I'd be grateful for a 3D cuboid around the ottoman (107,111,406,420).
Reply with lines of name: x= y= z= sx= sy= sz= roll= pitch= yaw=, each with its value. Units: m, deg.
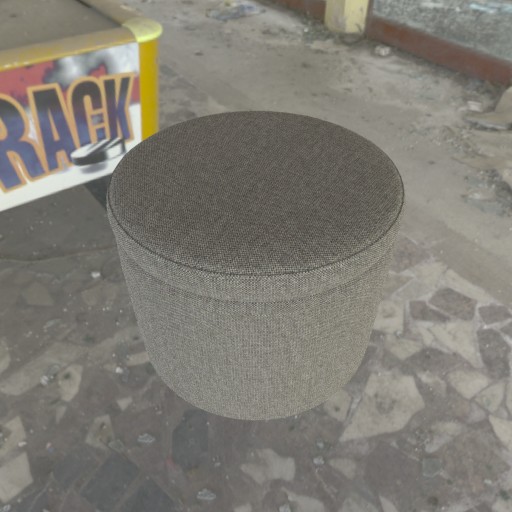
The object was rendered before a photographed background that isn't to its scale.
ottoman: x=0.000 y=0.000 z=0.909 sx=0.520 sy=0.430 sz=0.520 roll=0 pitch=43 yaw=0
